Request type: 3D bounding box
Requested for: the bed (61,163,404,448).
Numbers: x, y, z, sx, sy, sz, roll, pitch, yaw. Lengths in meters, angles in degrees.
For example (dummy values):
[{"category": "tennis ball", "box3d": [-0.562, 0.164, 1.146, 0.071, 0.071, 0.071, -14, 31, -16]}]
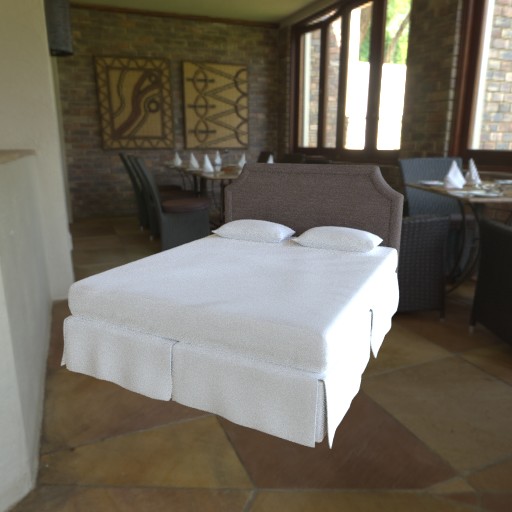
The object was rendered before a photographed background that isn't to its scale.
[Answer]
[{"category": "bed", "box3d": [0.000, 0.000, 4.181, 2.350, 1.590, 2.773, 7, 16, 26]}]
